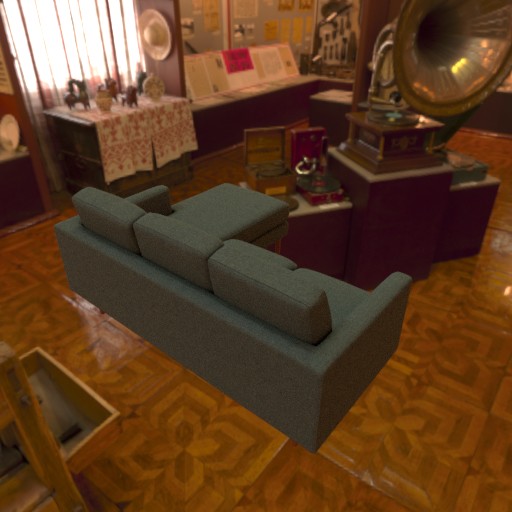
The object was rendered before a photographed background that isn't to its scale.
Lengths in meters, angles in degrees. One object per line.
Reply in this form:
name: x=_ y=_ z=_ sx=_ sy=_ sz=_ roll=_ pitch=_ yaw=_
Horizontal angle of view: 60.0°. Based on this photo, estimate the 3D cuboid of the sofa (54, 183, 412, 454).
sofa: x=0.000 y=0.000 z=2.971 sx=2.055 sy=0.957 sz=1.667 roll=23 pitch=38 yaw=33
